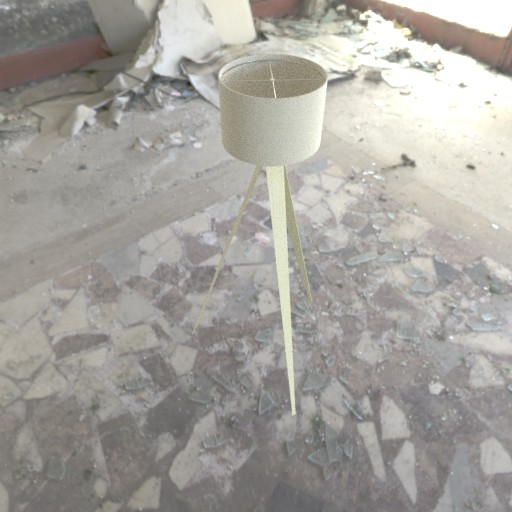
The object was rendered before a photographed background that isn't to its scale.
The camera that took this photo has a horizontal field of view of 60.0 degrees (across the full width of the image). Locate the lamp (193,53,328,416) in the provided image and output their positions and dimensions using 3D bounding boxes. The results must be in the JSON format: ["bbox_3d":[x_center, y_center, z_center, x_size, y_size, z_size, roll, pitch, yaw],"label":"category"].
[{"bbox_3d":[0.000,0.000,1.910,0.716,1.524,0.724,-2,45,-2],"label":"lamp"}]
